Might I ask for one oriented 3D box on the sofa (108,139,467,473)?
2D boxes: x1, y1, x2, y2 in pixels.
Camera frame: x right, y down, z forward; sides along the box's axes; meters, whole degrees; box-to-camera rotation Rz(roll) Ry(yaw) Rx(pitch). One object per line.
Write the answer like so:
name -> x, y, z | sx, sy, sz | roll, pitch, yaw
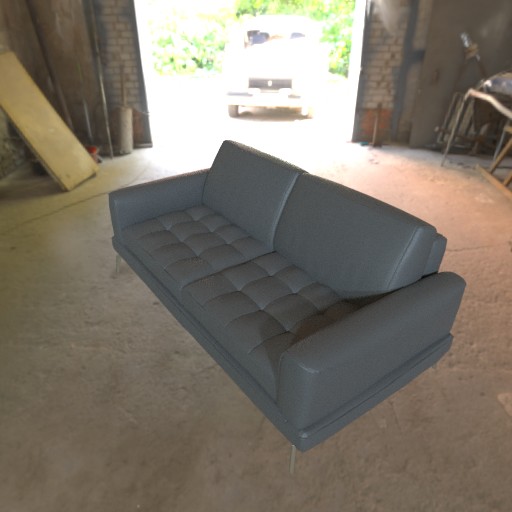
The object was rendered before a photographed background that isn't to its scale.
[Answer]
sofa -> 0.000, 0.000, 2.708 | 1.121, 0.930, 2.177 | -21, 37, -30
